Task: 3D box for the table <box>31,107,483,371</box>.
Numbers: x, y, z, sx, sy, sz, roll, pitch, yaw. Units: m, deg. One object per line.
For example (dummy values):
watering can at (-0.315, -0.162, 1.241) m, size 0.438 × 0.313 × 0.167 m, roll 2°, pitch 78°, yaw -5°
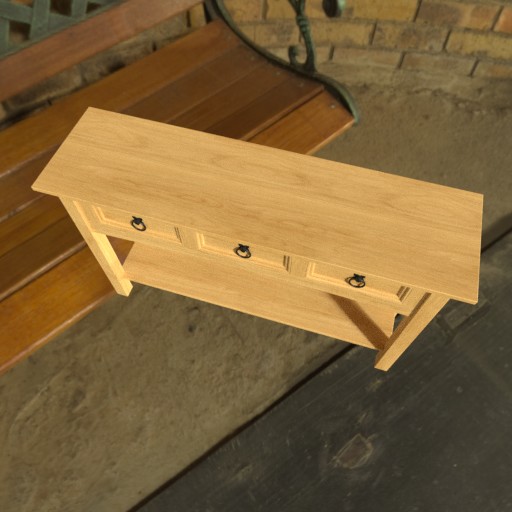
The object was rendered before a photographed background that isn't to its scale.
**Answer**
table at (0.000, 0.000, 1.574) m, size 1.240 × 0.730 × 0.350 m, roll 15°, pitch 60°, yaw 9°
